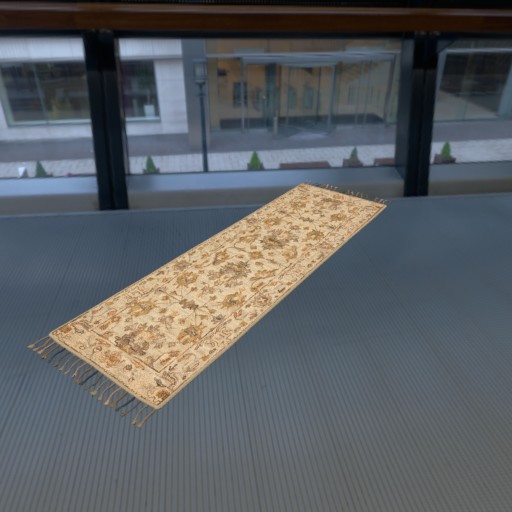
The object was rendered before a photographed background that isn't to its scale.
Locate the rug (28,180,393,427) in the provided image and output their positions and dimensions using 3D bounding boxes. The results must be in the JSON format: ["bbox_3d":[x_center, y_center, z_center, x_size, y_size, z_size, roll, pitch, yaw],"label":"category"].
[{"bbox_3d":[0.000,0.000,2.608,0.729,0.021,2.438,21,37,30],"label":"rug"}]
